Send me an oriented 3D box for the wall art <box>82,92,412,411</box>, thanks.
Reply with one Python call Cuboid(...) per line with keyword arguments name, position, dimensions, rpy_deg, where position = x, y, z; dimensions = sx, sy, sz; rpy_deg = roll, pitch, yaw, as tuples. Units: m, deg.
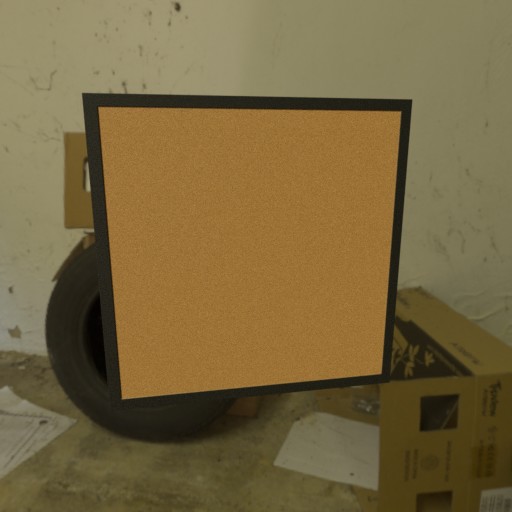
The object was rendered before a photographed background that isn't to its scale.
Cuboid(name="wall art", position=(0.000, 0.000, 0.748), dimensions=(0.506, 0.506, 0.037), rpy_deg=(-3, 14, -10))
